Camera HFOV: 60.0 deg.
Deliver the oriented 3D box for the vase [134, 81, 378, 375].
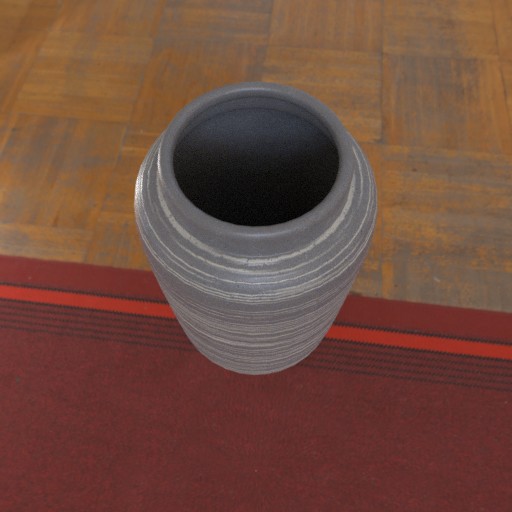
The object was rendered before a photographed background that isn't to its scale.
[{"bbox_3d":[0.000,0.000,0.679,0.297,0.499,0.297,0,64,0],"label":"vase"}]
